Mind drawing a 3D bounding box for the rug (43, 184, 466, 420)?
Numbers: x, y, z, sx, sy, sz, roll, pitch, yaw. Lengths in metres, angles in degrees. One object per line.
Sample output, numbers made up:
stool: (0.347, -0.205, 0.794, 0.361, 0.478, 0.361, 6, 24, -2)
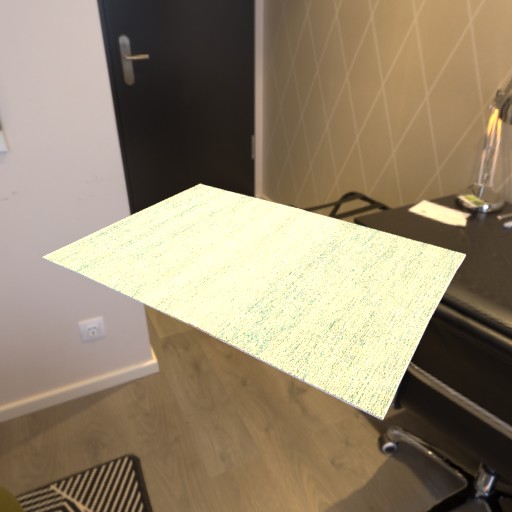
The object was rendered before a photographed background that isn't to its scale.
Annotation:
rug: (0.000, 0.000, 2.910, 2.305, 0.029, 1.593, 19, 35, 29)
